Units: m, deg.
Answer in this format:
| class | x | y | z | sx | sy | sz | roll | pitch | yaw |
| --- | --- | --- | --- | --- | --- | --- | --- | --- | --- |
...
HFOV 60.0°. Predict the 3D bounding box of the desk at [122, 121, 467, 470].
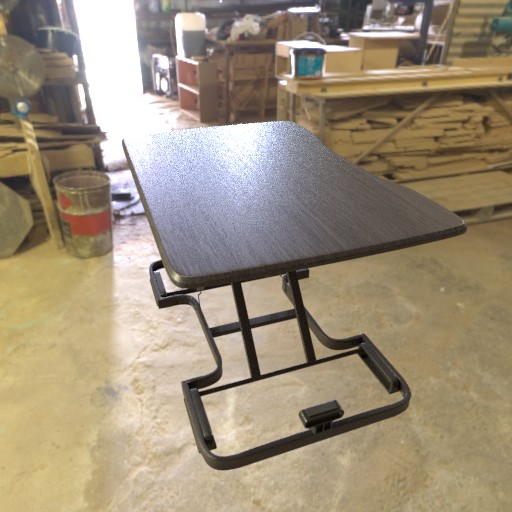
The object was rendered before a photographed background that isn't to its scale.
| class | x | y | z | sx | sy | sz | roll | pitch | yaw |
| --- | --- | --- | --- | --- | --- | --- | --- | --- | --- |
| desk | 0.000 | 0.000 | 1.152 | 0.546 | 0.470 | 0.820 | -11 | 32 | -17 |
